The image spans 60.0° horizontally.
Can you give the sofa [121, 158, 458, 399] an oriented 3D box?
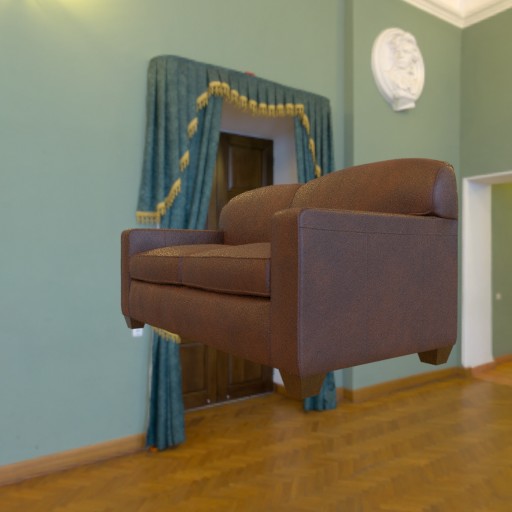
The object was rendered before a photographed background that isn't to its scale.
[{"bbox_3d":[0.000,0.000,2.477,1.000,0.966,1.856,0,1,-35],"label":"sofa"}]
